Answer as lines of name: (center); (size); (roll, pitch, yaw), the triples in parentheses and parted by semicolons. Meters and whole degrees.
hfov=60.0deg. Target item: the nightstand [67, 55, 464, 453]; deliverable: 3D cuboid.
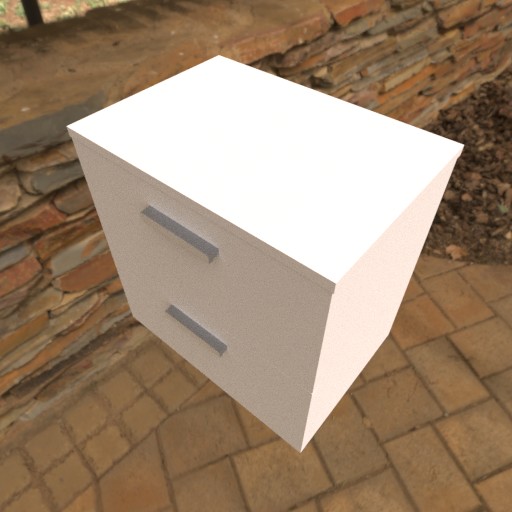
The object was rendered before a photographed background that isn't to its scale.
nightstand: (0.000, 0.000, 0.761); (0.441, 0.460, 0.325); (31, 54, 26)
